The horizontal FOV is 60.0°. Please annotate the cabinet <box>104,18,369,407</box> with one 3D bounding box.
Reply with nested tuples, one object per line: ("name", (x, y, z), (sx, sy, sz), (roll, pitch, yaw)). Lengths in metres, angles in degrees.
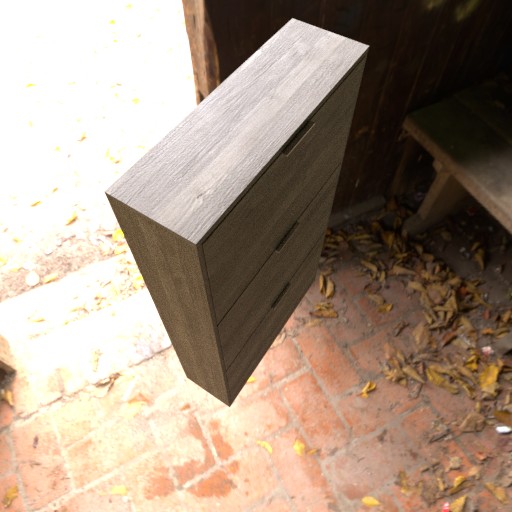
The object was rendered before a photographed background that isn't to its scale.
("cabinet", (0.000, 0.000, 1.576), (0.250, 1.280, 0.750), (29, 62, 17))
